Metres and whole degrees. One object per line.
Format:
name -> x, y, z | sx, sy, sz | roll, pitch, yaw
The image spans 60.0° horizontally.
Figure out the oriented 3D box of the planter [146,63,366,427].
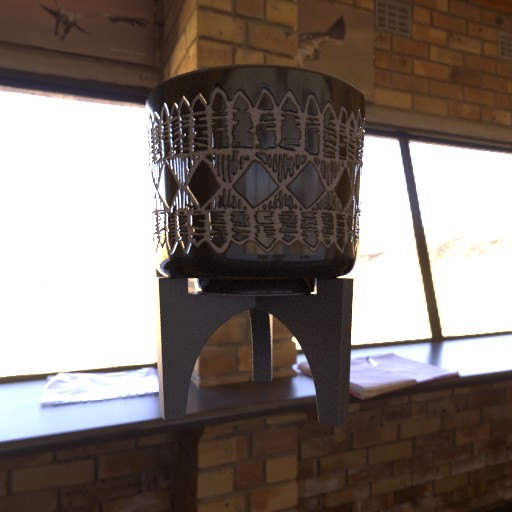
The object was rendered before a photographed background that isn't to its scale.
planter -> 0.000, 0.000, 0.267 | 0.129, 0.177, 0.129 | 0, 0, 0
